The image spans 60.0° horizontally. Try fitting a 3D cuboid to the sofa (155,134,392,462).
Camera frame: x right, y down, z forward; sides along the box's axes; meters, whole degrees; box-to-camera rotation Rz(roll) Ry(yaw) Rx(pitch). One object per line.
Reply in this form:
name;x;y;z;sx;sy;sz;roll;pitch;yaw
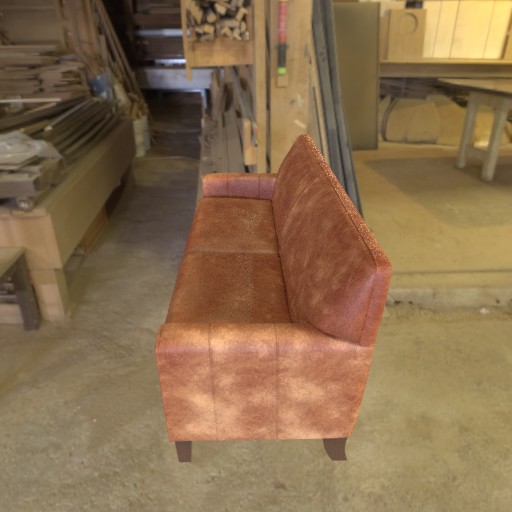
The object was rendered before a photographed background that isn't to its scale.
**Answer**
sofa;0.000;0.000;2.475;0.805;0.947;2.053;-1;27;-1
